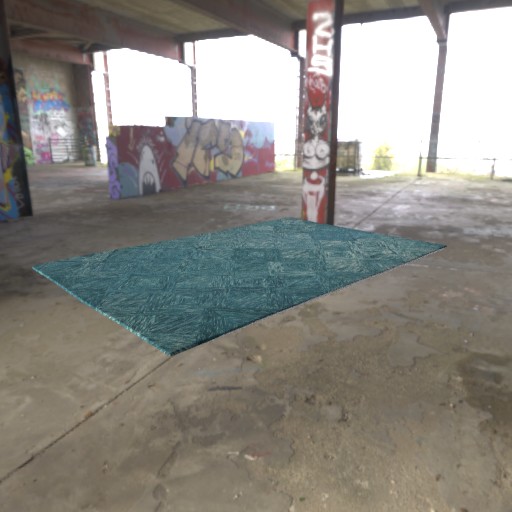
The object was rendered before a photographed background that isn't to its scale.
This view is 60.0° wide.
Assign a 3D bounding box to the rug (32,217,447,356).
[{"bbox_3d":[0.000,0.000,2.164,1.728,0.017,1.136,-14,21,-42],"label":"rug"}]
